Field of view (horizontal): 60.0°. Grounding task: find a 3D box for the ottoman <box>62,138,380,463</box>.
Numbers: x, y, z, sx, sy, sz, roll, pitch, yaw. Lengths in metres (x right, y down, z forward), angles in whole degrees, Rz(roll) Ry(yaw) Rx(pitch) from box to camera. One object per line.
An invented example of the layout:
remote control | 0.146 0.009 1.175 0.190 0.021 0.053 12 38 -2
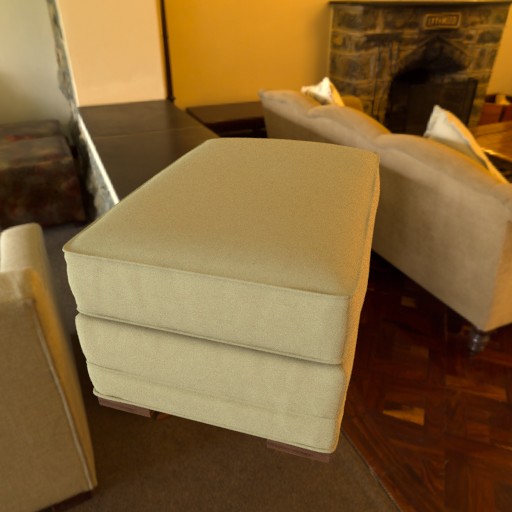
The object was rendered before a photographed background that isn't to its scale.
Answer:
ottoman | 0.000 0.000 1.232 0.611 0.482 0.848 9 32 14
